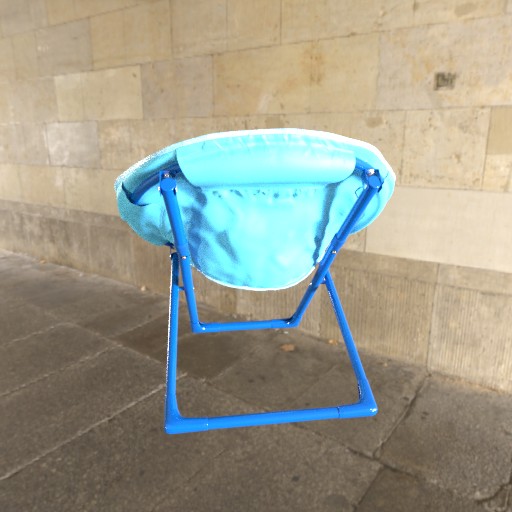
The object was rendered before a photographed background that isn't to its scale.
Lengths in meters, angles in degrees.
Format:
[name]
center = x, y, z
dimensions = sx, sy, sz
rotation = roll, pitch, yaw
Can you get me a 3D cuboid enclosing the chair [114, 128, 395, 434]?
[chair]
center = 0.000, 0.000, 0.886
dimensions = 0.520, 0.478, 0.465
rotation = -2, 15, -8
